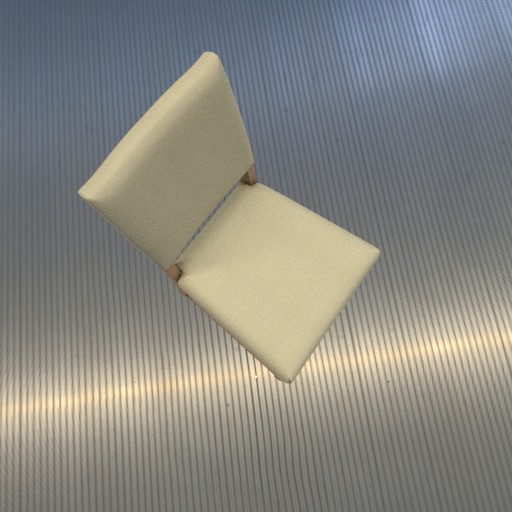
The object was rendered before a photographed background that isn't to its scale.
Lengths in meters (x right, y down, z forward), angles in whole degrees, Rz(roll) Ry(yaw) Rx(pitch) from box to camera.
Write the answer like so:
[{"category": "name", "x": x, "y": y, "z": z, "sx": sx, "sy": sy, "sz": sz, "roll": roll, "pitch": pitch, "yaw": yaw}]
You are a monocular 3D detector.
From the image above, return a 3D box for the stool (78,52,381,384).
[{"category": "stool", "x": 0.000, "y": 0.000, "z": 1.375, "sx": 0.623, "sy": 0.986, "sz": 0.508, "roll": 35, "pitch": 78, "yaw": 9}]
